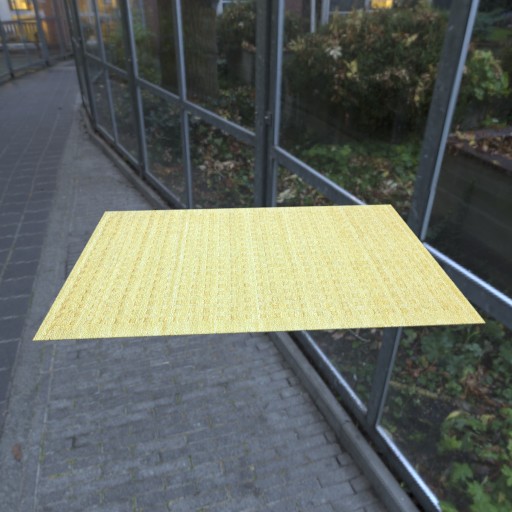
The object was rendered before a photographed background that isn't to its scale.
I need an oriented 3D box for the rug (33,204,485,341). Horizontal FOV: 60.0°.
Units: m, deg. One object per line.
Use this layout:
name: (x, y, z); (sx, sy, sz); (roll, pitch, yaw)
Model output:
rug: (0.000, 0.000, 2.891); (2.286, 0.006, 1.524); (-2, 30, -3)
